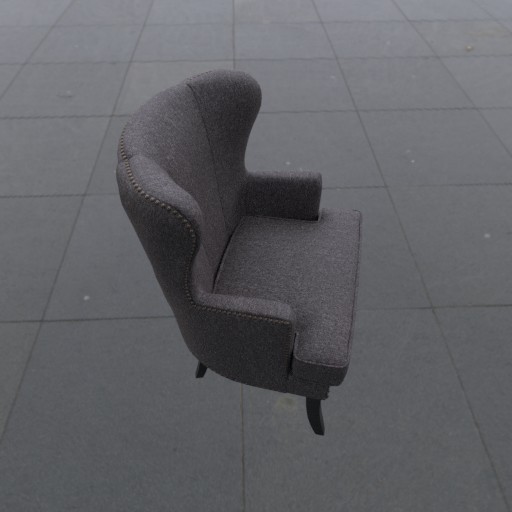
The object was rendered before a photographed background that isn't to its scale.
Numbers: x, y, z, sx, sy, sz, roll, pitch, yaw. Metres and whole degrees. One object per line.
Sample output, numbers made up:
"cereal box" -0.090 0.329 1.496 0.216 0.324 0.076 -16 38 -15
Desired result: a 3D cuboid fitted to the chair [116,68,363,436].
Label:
"chair" 0.000 0.000 1.616 0.758 1.060 0.759 9 47 9
